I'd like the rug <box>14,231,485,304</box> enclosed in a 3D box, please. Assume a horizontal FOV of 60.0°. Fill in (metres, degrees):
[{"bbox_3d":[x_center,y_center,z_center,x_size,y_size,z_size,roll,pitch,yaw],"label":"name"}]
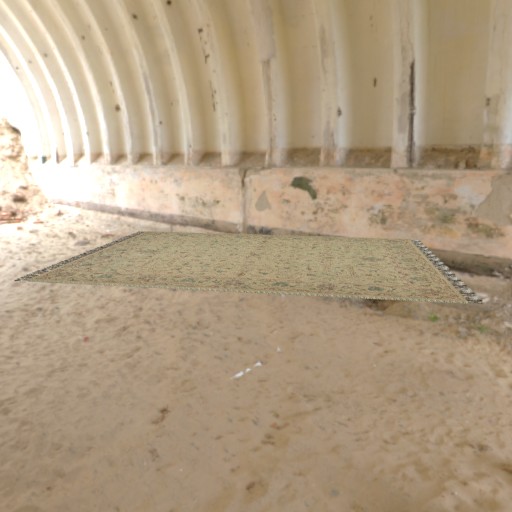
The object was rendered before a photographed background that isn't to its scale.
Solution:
[{"bbox_3d":[0.000,0.000,2.251,1.802,0.008,1.247,2,13,9],"label":"rug"}]
